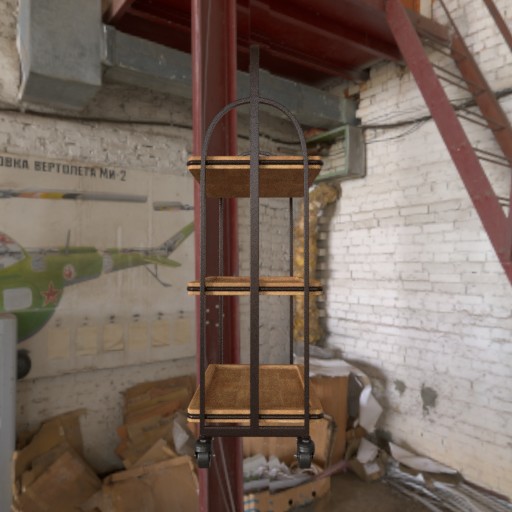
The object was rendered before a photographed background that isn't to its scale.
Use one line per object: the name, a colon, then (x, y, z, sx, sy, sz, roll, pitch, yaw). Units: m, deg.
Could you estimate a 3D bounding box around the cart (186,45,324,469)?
cart: (0.000, 0.000, 1.272, 0.327, 1.001, 0.553, 0, -1, 0)
